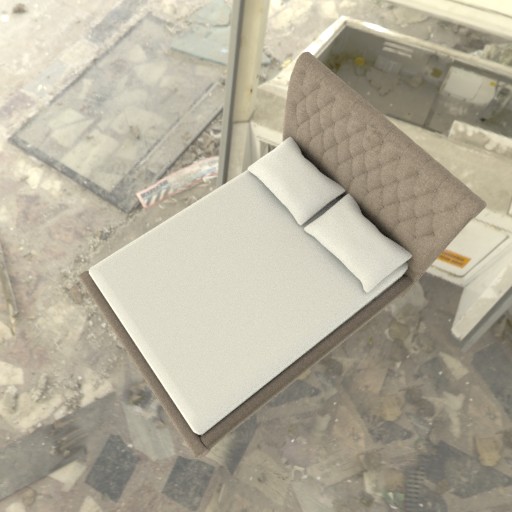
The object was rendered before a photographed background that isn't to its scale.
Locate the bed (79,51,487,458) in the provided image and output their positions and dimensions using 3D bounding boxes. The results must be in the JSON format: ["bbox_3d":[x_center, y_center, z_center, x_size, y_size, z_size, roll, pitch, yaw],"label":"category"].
[{"bbox_3d":[0.000,0.000,3.222,2.252,1.371,1.645,-35,69,-15],"label":"bed"}]
